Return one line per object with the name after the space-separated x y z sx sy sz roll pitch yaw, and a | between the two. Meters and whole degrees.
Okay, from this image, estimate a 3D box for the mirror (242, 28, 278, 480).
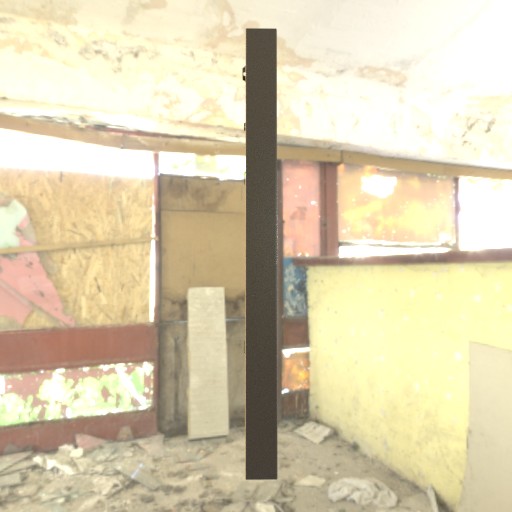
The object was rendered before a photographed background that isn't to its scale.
0.000 0.000 0.702 0.041 0.509 0.406 0 -2 -1 | mirror
